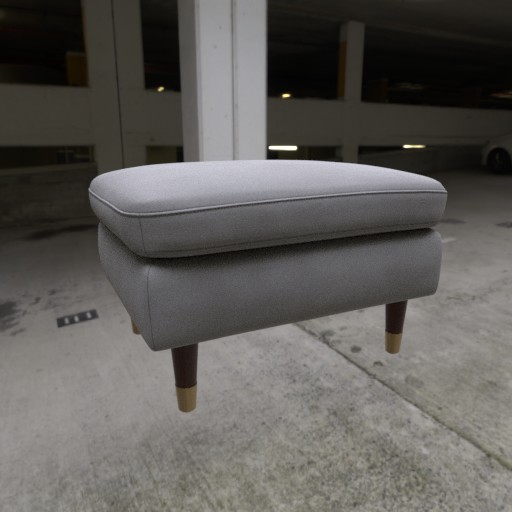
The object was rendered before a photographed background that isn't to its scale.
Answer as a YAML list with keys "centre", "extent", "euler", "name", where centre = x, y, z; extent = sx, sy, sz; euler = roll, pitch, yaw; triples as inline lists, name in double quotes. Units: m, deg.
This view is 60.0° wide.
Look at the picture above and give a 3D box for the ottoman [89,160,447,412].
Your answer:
- centre: [0.000, 0.000, 1.134]
  extent: [0.747, 0.478, 0.593]
  euler: [-7, 16, -26]
  name: "ottoman"
